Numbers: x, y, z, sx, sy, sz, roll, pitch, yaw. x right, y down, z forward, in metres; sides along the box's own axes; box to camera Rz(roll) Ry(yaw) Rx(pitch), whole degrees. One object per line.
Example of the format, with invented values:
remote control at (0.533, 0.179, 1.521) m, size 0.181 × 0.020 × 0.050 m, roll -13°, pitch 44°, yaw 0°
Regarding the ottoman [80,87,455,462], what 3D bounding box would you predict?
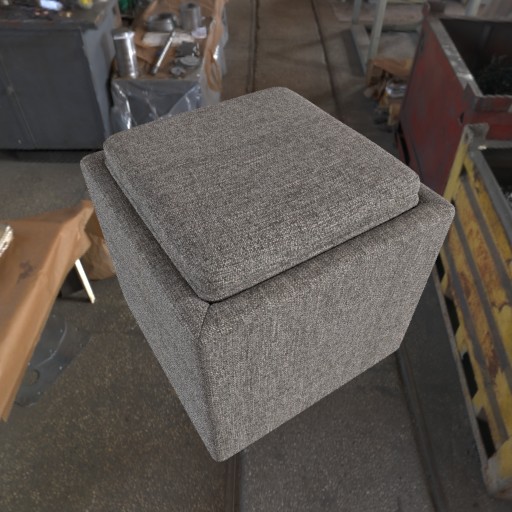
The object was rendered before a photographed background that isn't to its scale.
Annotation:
ottoman at (0.000, 0.000, 0.838) m, size 0.450 × 0.460 × 0.450 m, roll -25°, pitch 51°, yaw -22°
